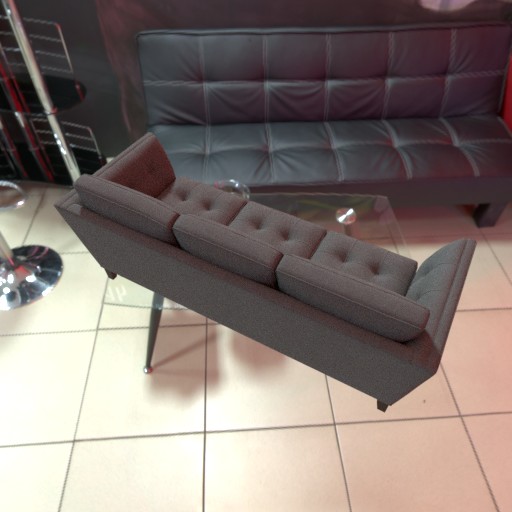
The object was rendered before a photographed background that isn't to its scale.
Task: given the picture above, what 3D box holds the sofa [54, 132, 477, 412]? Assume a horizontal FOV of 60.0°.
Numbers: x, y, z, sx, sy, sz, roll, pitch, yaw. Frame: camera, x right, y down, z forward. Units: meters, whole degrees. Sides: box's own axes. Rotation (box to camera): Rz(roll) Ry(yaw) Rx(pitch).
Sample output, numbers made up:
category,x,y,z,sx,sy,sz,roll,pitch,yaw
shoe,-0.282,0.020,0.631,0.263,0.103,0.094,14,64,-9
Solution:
category,x,y,z,sx,sy,sz,roll,pitch,yaw
sofa,0.000,0.000,2.883,2.387,0.940,0.965,22,51,19
